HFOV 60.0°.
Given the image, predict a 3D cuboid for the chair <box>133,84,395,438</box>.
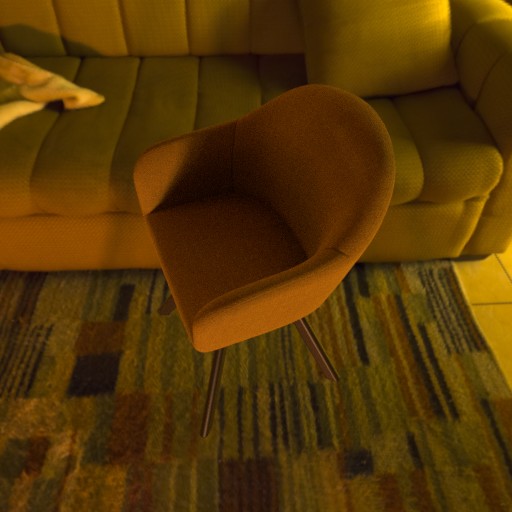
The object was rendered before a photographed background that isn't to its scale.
[{"bbox_3d":[0.000,0.000,1.193,0.550,0.795,0.590,-17,49,-16],"label":"chair"}]
